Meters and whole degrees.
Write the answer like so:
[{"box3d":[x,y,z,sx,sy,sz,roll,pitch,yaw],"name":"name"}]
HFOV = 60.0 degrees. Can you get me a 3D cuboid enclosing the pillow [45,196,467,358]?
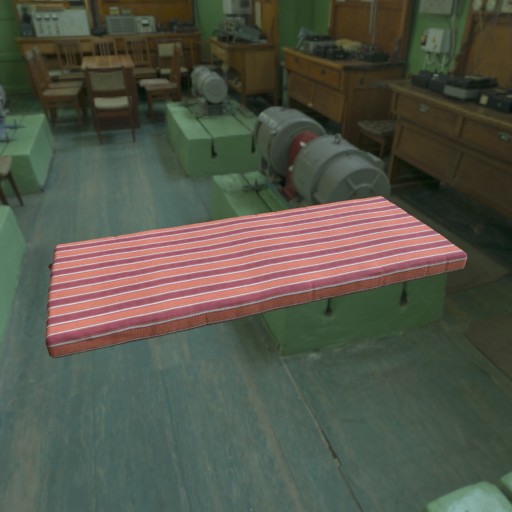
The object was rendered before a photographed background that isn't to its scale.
[{"box3d":[0.000,0.000,1.334,1.187,0.081,0.492,-10,33,-16],"name":"pillow"}]
